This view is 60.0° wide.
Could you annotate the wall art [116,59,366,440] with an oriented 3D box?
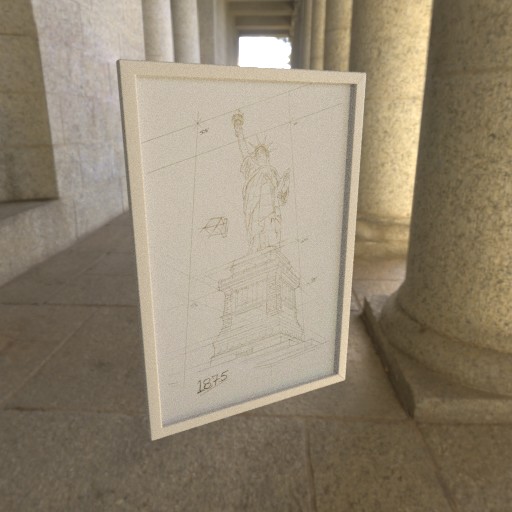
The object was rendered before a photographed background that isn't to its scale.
[{"bbox_3d":[0.000,0.000,1.033,0.556,0.813,0.026,-9,19,-25],"label":"wall art"}]
